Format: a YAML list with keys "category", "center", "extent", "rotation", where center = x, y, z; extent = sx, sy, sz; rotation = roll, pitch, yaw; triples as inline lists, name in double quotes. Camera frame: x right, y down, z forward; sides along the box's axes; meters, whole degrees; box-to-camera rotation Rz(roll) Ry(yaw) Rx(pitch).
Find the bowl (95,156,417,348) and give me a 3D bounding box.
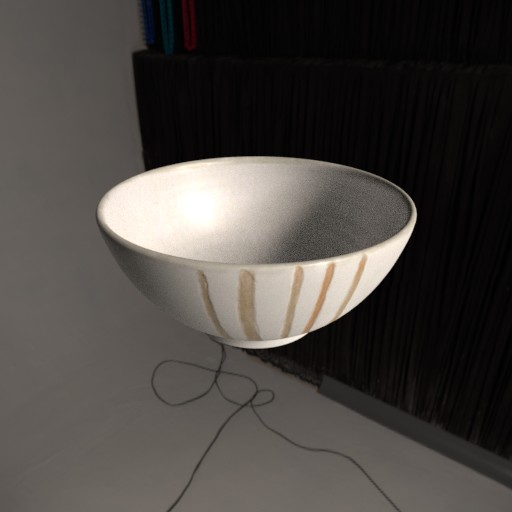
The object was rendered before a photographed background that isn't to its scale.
- category: "bowl"
  center: [0.000, 0.000, 0.414]
  extent: [0.268, 0.121, 0.268]
  rotation: [0, 27, 0]
